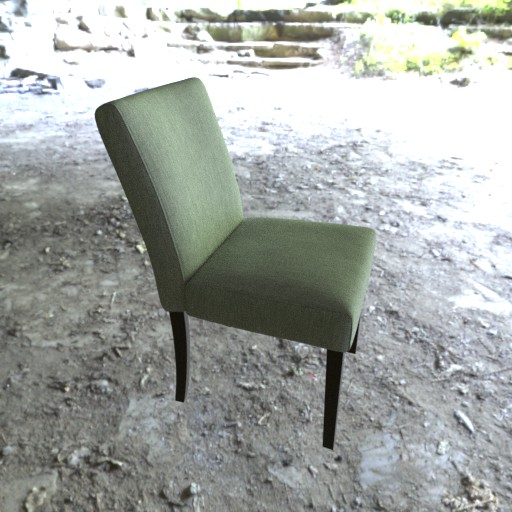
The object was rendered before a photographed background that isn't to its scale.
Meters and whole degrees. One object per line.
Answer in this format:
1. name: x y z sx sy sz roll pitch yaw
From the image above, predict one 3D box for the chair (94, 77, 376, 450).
1. chair: 0.000 0.000 1.265 0.629 0.884 0.487 10 31 17
